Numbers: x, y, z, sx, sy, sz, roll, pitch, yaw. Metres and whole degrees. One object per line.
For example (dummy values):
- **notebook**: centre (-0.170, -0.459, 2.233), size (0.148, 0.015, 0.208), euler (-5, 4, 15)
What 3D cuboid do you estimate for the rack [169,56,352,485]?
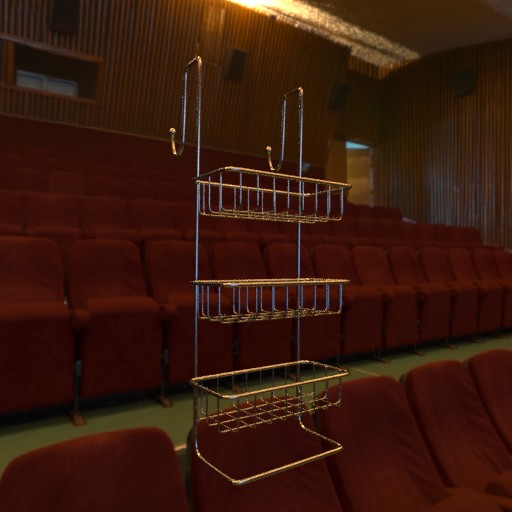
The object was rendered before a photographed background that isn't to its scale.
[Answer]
- **rack**: centre (0.000, 0.000, 0.682), size (0.228, 0.574, 0.202), euler (1, -2, -35)
